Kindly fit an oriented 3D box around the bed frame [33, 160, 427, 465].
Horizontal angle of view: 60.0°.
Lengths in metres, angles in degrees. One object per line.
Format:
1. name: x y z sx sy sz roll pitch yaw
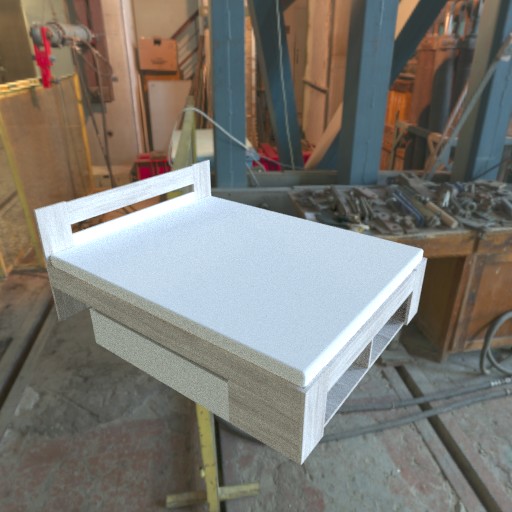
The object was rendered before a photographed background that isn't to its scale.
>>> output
1. bed frame: 0.000 0.000 3.220 2.050 0.860 2.040 18 31 32
